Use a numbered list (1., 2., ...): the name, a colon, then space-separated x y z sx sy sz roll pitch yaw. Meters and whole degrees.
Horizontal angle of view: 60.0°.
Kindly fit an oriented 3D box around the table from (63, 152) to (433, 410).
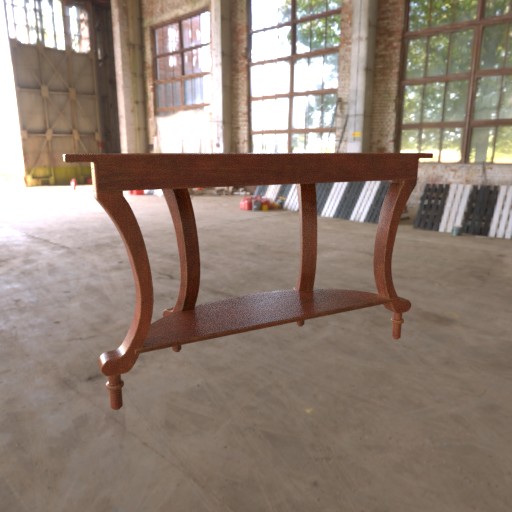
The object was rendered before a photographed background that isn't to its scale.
1. table: 0.000 0.000 1.544 1.198 0.699 0.394 -7 15 -26
